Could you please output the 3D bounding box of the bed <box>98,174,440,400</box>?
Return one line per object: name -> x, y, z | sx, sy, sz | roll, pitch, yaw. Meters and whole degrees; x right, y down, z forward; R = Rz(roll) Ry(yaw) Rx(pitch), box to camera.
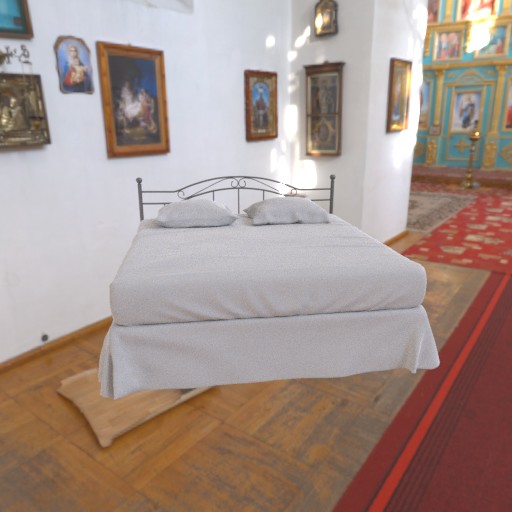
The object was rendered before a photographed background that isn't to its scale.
bed -> 0.000, 0.000, 3.636 | 2.309, 1.080, 2.220 | -2, 16, -8
